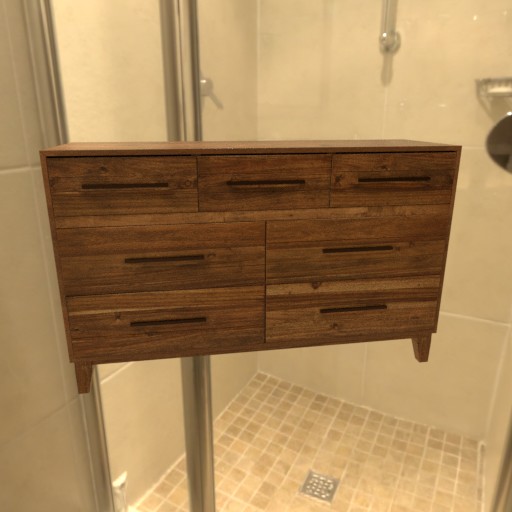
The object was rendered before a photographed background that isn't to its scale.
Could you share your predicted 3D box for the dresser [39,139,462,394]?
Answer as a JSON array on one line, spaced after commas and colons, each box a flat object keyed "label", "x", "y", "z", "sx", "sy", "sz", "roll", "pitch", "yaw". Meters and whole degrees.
[{"label": "dresser", "x": 0.000, "y": 0.000, "z": 1.778, "sx": 1.400, "sy": 0.873, "sz": 0.446, "roll": -3, "pitch": 18, "yaw": -9}]
